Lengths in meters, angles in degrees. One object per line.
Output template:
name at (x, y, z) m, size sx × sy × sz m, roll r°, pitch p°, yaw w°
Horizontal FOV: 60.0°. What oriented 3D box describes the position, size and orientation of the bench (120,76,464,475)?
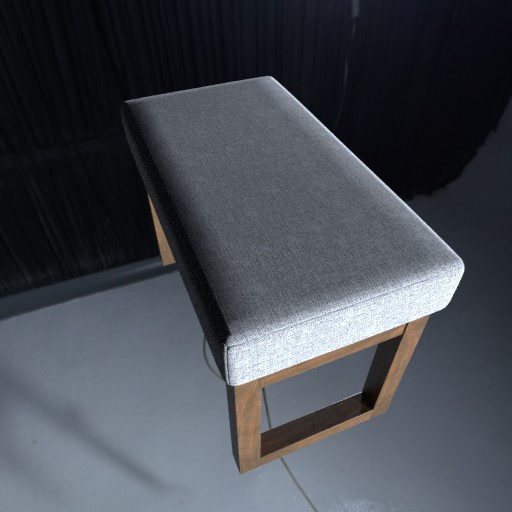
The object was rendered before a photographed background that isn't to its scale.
bench at (0.000, 0.000, 0.940) m, size 0.366 × 0.467 × 0.681 m, roll -16°, pitch 47°, yaw -16°
